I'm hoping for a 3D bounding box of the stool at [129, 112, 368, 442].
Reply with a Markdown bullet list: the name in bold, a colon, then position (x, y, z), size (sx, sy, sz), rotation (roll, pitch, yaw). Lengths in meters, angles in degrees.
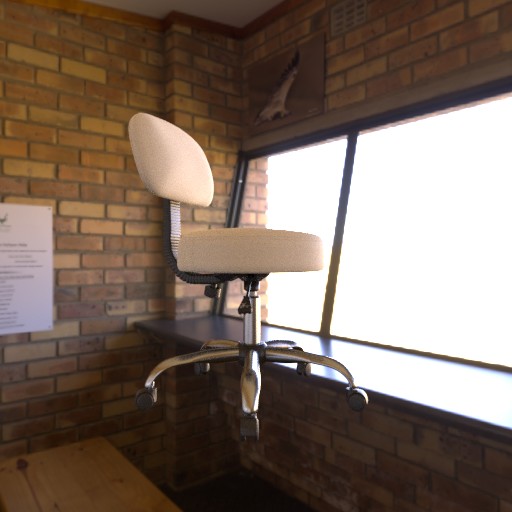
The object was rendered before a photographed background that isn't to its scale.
- **stool**: position (0.000, 0.000, 1.259), size (0.616, 0.810, 0.609), rotation (0, 0, 19)
